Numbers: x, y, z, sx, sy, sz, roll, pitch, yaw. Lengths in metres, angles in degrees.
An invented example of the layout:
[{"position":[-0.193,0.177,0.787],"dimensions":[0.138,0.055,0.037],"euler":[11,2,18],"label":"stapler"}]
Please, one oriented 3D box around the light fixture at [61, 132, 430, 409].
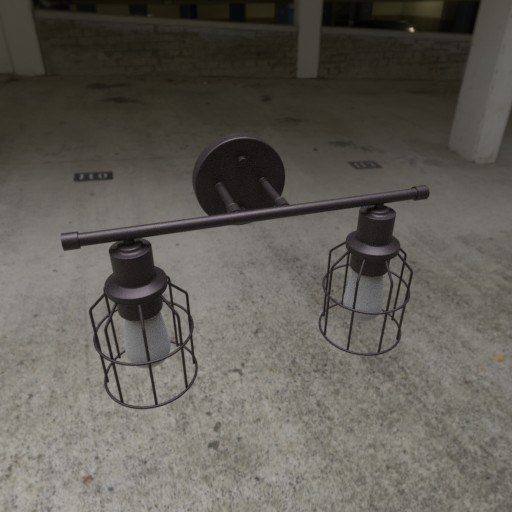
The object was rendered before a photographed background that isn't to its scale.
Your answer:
[{"position":[0.000,0.000,0.536],"dimensions":[0.406,0.254,0.165],"euler":[-9,33,-14],"label":"light fixture"}]
